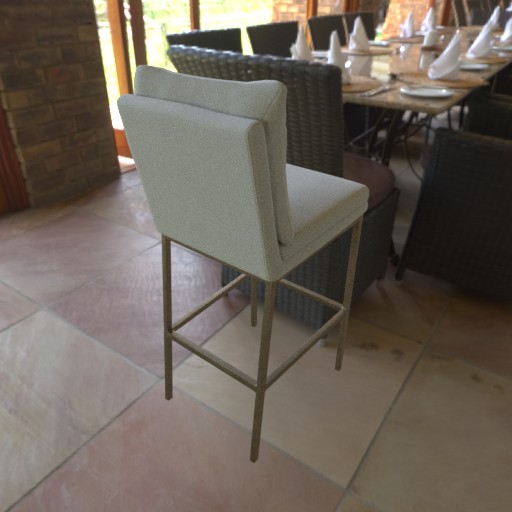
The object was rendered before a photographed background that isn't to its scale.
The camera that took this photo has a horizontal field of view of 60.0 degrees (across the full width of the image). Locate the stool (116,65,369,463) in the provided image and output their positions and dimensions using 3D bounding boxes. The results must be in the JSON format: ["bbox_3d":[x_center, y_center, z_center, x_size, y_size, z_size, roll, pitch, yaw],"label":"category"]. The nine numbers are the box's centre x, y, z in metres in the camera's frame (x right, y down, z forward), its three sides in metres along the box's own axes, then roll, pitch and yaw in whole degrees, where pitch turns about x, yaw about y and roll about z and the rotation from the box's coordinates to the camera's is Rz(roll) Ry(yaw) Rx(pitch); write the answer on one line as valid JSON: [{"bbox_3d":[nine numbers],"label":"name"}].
[{"bbox_3d":[0.000,0.000,1.395,0.463,1.125,0.572,22,37,32],"label":"stool"}]
